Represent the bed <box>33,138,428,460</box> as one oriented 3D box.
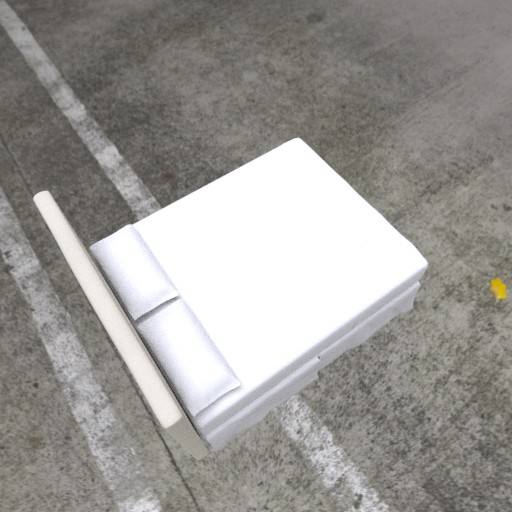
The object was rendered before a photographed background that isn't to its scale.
[{"bbox_3d":[0.000,0.000,3.247,2.196,1.449,1.741,-31,65,-17],"label":"bed"}]
